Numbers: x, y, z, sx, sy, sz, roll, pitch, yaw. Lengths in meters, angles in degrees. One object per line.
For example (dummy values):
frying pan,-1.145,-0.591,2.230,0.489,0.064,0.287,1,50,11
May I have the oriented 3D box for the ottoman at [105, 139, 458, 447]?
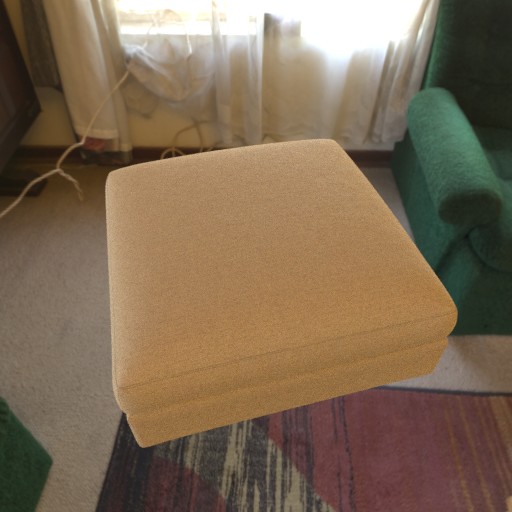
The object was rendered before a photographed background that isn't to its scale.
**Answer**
ottoman,0.000,0.000,1.651,1.041,0.470,1.041,-11,46,-10
